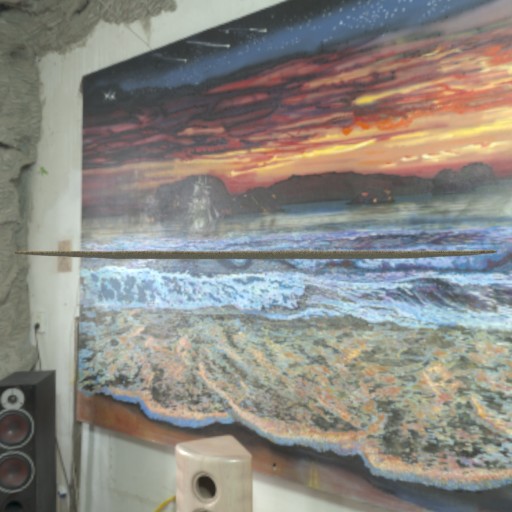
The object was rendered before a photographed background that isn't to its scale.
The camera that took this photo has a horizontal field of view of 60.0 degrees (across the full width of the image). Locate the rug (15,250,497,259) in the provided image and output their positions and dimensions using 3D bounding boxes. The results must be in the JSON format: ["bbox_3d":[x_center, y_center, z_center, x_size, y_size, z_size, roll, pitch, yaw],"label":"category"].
[{"bbox_3d":[0.000,0.000,2.278,1.822,0.018,1.211,0,-1,0],"label":"rug"}]
